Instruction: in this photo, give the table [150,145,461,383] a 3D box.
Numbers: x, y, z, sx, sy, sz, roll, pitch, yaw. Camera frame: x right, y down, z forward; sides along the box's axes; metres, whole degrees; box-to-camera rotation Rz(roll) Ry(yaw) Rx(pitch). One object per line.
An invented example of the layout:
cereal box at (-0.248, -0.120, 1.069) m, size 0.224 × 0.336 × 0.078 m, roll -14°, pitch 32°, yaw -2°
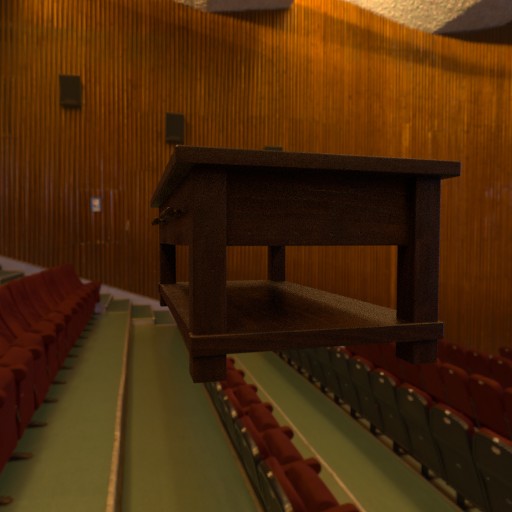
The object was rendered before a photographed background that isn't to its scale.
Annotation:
table at (0.000, 0.000, 1.593) m, size 0.700 × 0.494 × 1.270 m, roll -1°, pitch 2°, yaw -16°
